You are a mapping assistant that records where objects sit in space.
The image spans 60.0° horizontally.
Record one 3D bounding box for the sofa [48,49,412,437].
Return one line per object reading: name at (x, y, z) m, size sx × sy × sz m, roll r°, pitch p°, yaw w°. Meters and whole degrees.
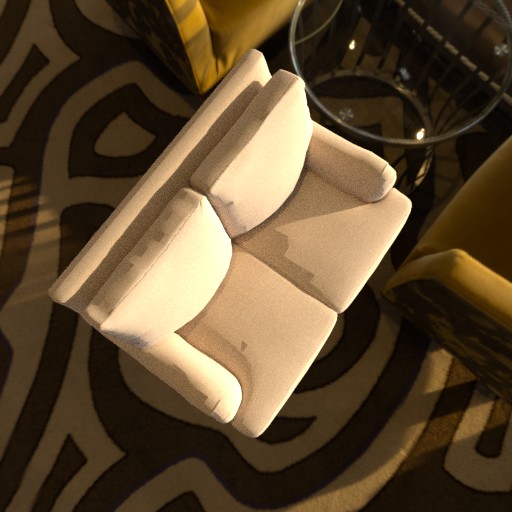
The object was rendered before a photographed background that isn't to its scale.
sofa at (0.000, 0.000, 2.298) m, size 1.087 × 1.048 × 1.508 m, roll 35°, pitch 79°, yaw 8°
